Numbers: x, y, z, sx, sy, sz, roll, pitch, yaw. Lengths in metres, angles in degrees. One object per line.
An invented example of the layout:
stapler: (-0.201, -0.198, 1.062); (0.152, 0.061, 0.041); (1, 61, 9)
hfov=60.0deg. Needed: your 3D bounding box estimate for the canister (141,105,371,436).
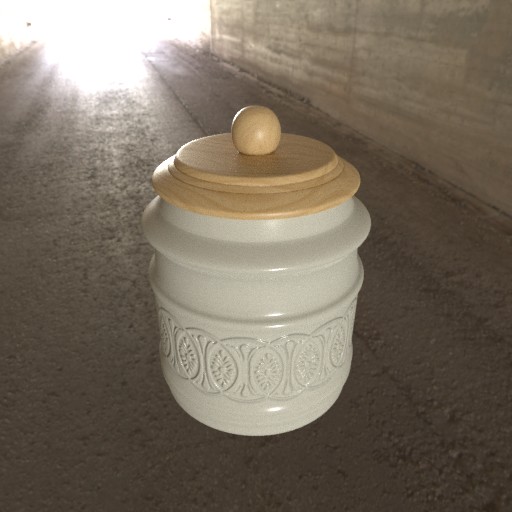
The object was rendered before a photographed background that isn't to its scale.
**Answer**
canister: (0.000, 0.000, 0.271); (0.130, 0.176, 0.130); (0, 30, 0)
